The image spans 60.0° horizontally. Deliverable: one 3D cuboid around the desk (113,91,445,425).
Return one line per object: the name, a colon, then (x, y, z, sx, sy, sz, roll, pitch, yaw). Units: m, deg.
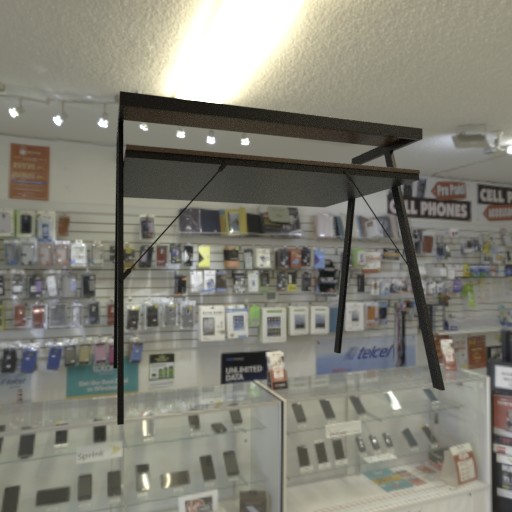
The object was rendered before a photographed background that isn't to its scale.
desk: (0.000, 0.000, 1.896, 1.143, 0.998, 0.936, 1, -2, -19)
